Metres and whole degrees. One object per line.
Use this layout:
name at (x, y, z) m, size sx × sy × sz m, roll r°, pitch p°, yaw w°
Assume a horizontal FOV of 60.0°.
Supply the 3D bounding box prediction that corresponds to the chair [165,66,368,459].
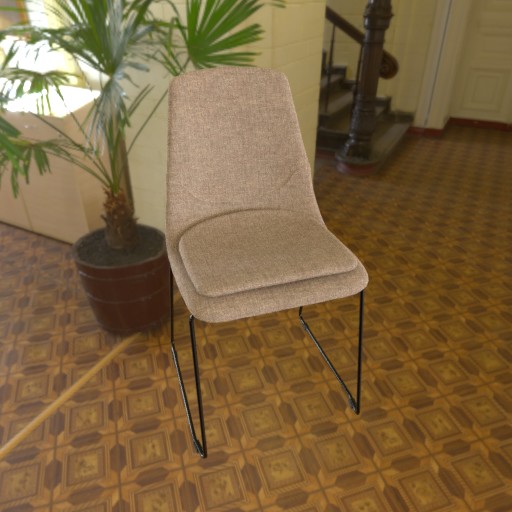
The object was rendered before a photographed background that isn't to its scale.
chair at (0.000, 0.000, 1.167) m, size 0.479 × 0.858 × 0.518 m, roll -10°, pitch 33°, yaw -15°
